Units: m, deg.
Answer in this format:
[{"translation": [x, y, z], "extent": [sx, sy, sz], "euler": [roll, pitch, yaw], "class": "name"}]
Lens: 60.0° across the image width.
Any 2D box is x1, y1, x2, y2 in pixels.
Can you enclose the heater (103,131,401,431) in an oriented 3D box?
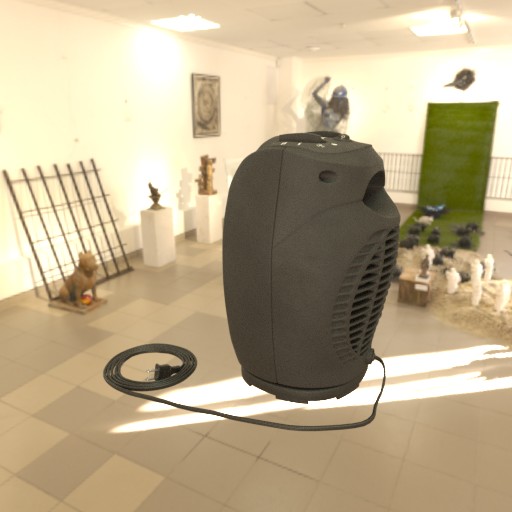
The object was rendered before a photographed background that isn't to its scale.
[{"translation": [0.000, 0.000, 0.471], "extent": [0.291, 0.255, 0.239], "euler": [9, 20, 26], "class": "heater"}]
